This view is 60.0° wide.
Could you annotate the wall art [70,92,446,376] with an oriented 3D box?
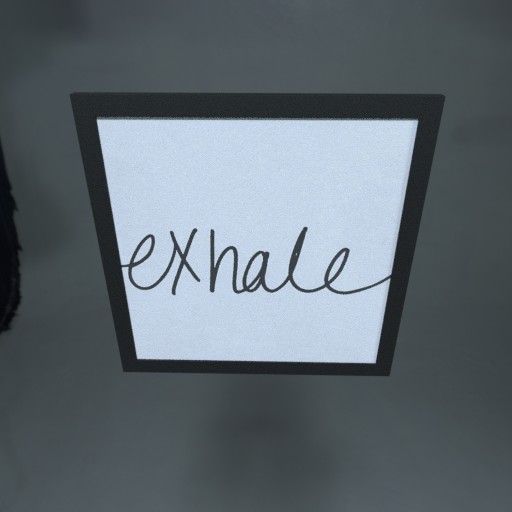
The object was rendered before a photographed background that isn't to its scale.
[{"bbox_3d":[0.000,0.000,0.513,0.358,0.357,0.012,1,29,1],"label":"wall art"}]
